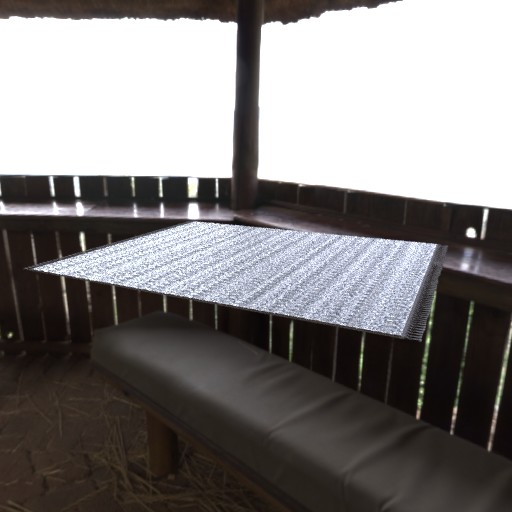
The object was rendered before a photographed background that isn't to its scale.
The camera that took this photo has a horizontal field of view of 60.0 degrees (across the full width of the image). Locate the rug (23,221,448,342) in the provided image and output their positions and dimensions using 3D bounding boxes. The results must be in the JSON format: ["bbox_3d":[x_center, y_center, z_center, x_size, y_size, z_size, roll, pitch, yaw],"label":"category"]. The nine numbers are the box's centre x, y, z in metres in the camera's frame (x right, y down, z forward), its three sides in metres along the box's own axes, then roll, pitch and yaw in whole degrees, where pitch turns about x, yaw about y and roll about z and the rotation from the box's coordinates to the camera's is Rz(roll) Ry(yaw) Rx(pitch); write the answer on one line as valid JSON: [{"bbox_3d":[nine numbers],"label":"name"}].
[{"bbox_3d":[0.000,0.000,3.779,2.910,0.013,2.256,7,16,25],"label":"rug"}]
